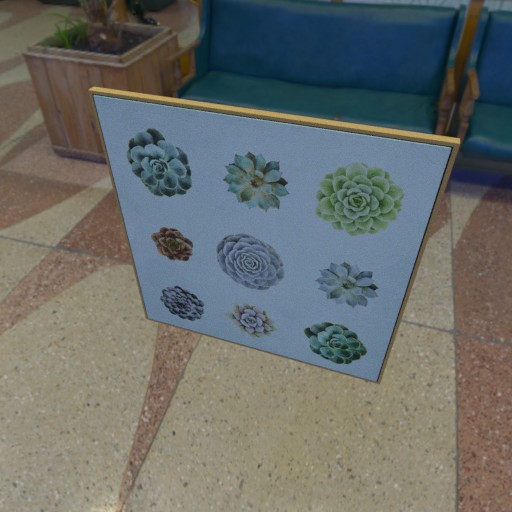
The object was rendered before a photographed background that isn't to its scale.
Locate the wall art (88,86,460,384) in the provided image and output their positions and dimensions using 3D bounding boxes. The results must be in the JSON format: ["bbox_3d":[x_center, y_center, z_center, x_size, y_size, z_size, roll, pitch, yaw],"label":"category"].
[{"bbox_3d":[0.000,0.000,0.675,0.457,0.455,0.013,13,43,14],"label":"wall art"}]
